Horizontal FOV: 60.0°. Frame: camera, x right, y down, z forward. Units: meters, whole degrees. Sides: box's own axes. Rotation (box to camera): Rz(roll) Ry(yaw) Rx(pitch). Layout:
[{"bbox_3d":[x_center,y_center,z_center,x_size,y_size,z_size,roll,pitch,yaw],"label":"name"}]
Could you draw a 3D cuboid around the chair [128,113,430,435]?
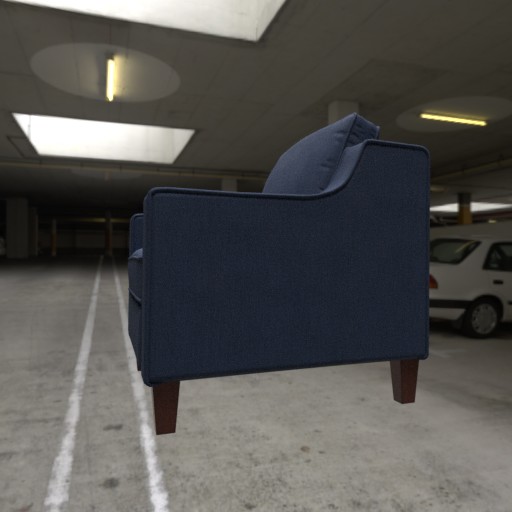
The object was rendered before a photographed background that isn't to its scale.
[{"bbox_3d":[0.000,0.000,1.668,0.909,0.960,0.831,0,0,-19],"label":"chair"}]
